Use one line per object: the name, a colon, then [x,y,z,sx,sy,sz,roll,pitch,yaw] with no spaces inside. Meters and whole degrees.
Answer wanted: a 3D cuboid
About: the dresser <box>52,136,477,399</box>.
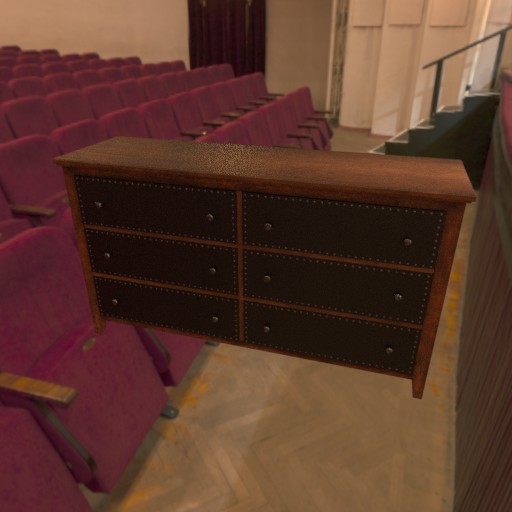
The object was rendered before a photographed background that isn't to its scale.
dresser: [0.000,0.000,1.938,1.551,0.856,0.463,8,28,15]
